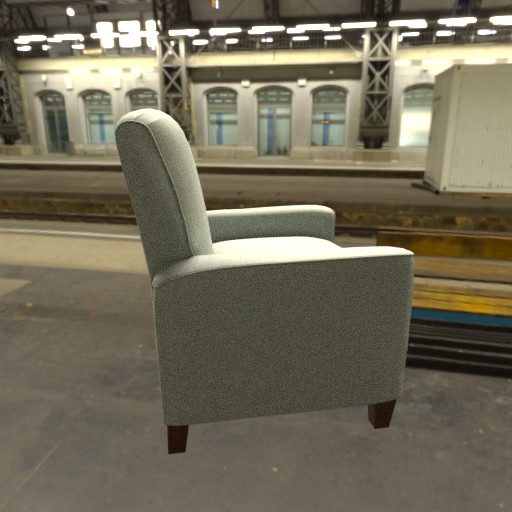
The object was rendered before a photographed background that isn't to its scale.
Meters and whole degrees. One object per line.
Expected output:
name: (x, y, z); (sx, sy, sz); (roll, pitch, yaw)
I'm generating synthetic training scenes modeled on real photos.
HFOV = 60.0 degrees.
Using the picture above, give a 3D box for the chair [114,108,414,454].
chair: (0.000, 0.000, 1.618); (0.846, 1.007, 0.853); (-3, 17, -9)
